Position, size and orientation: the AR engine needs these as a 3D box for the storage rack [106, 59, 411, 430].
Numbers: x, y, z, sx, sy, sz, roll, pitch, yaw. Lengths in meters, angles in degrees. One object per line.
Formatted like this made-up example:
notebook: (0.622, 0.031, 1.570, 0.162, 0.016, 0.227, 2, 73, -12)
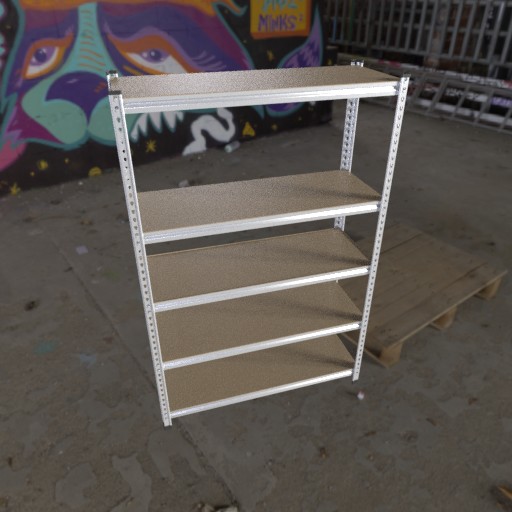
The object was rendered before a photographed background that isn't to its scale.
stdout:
storage rack: (0.000, 0.000, 2.357, 1.219, 1.829, 0.457, -9, 33, -14)
